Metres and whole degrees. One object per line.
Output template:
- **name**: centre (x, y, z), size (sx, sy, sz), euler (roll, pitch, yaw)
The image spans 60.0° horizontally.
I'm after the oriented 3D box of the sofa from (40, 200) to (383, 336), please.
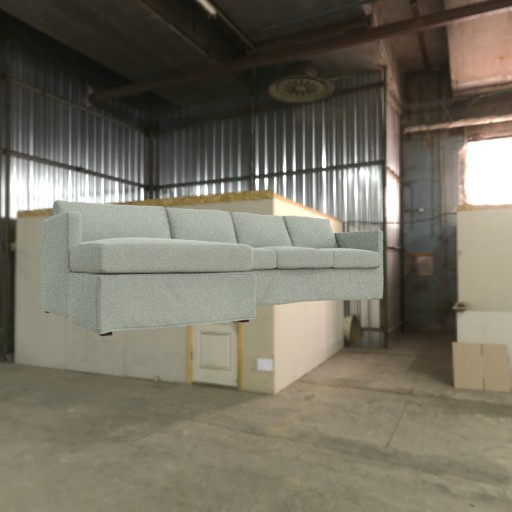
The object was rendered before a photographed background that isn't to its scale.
- **sofa**: centre (0.000, 0.000, 3.853), size (3.205, 0.922, 1.650), euler (0, -1, -36)
